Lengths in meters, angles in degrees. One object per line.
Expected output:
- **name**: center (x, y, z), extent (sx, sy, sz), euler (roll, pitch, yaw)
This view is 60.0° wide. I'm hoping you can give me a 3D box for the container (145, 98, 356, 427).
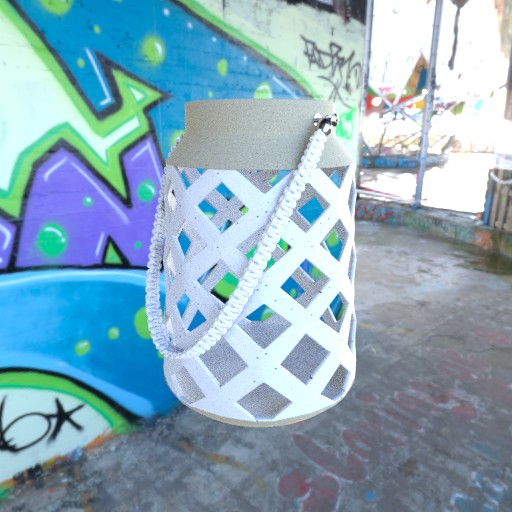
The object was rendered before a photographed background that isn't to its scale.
- **container**: center (0.000, 0.000, 0.404), extent (0.188, 0.264, 0.198), euler (15, 22, 41)
